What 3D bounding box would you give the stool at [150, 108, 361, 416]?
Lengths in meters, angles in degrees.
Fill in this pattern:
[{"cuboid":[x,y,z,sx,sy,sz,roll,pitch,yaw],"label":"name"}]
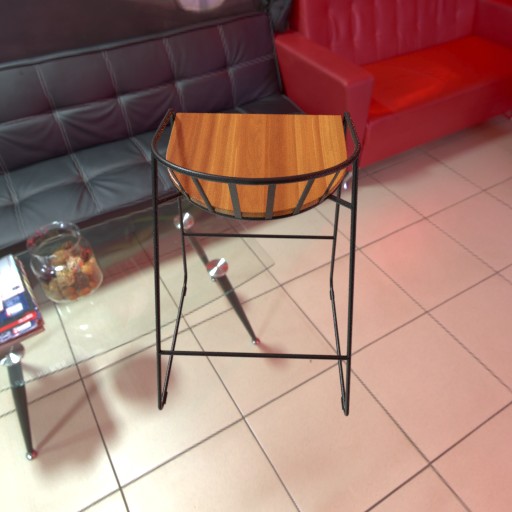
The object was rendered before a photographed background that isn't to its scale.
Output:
[{"cuboid":[0.000,0.000,1.167,0.546,0.812,0.521,1,46,1],"label":"stool"}]
